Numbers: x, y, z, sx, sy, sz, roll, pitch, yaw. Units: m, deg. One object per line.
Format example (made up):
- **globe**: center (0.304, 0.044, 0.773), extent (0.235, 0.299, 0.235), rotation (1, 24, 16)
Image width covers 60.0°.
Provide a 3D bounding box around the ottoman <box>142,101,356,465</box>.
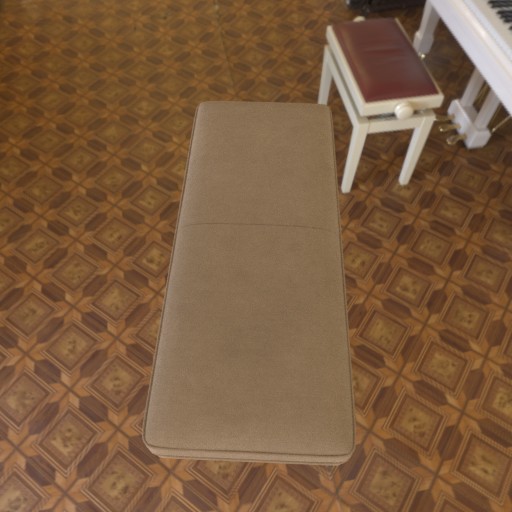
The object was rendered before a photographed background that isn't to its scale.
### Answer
- **ottoman**: center (0.000, 0.000, 2.012), extent (0.735, 0.460, 1.726), rotation (2, 58, 1)
